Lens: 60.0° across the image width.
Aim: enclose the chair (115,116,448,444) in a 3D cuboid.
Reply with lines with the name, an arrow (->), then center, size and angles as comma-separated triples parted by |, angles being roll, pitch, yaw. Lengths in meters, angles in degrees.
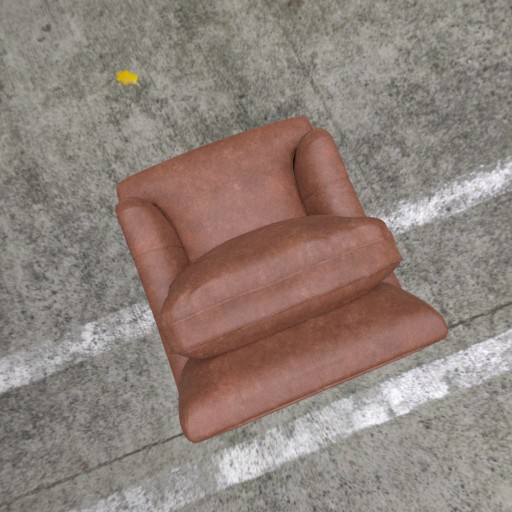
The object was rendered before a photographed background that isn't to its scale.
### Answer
chair -> 0.000, 0.000, 1.935 | 0.986, 1.055, 1.158 | -21, 78, -5
